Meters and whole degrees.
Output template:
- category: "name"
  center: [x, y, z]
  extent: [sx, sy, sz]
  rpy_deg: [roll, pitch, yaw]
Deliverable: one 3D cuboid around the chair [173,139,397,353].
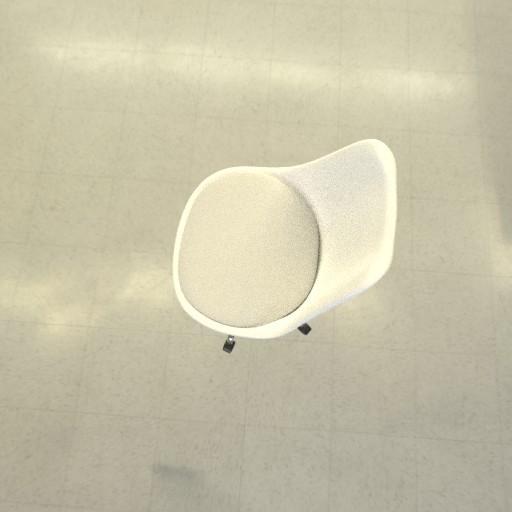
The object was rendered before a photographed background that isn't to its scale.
- category: "chair"
  center: [0.000, 0.000, 1.303]
  extent: [0.550, 0.930, 0.550]
  rpy_deg: [6, 76, 2]
